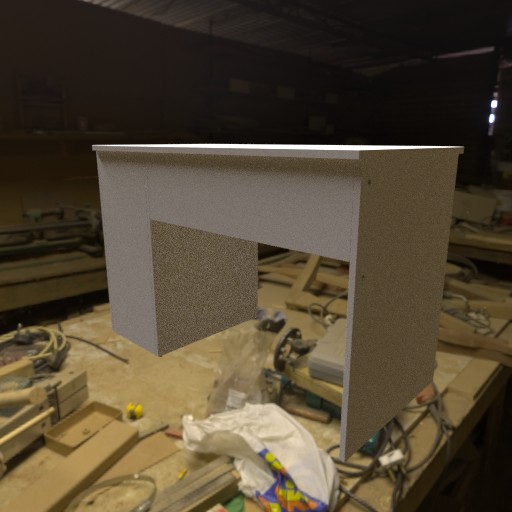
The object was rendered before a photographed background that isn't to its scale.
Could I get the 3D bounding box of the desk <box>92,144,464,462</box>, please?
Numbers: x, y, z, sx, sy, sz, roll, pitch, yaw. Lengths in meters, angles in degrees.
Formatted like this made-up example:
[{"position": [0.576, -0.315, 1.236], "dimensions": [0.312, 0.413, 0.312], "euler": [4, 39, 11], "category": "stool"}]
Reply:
[{"position": [0.000, 0.000, 1.515], "dimensions": [1.096, 0.730, 0.560], "euler": [14, 20, 42], "category": "desk"}]
